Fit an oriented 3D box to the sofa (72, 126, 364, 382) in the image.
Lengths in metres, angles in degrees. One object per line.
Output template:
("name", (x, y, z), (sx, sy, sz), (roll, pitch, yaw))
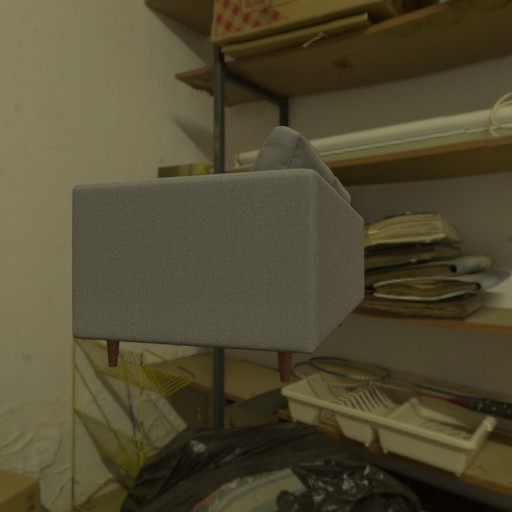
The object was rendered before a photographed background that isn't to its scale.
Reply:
("sofa", (0.000, 0.000, 2.248), (0.940, 0.866, 1.713), (0, -1, 18))
